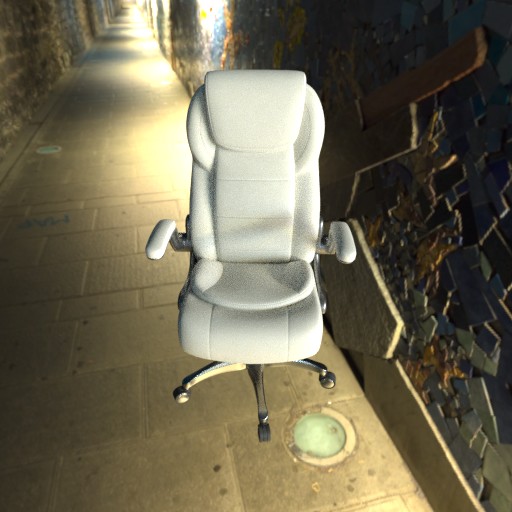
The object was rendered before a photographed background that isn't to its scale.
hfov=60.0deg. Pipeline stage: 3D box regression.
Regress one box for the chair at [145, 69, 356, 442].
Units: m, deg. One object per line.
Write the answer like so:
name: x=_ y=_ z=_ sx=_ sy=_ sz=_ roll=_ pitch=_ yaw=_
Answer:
chair: x=0.000 y=0.000 z=1.820 sx=0.755 sy=1.330 sz=0.806 roll=1 pitch=31 yaw=2
